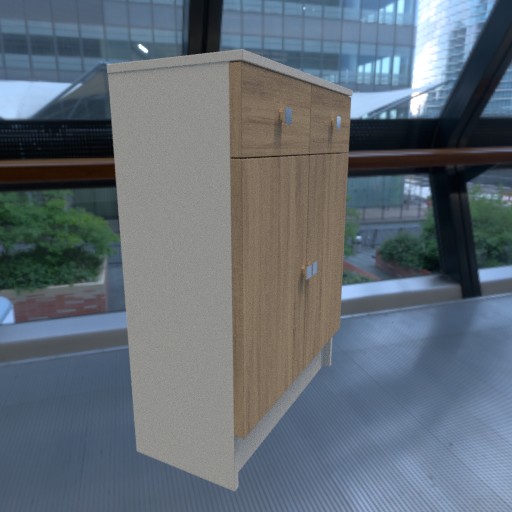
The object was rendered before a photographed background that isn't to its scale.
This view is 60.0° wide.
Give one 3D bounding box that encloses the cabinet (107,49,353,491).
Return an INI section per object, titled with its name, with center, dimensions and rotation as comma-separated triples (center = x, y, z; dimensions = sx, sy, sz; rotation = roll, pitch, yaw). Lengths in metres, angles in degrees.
[cabinet]
center = 0.000, 0.000, 1.094
dimensions = 0.296, 0.815, 0.600
rotation = 7, 16, 27
